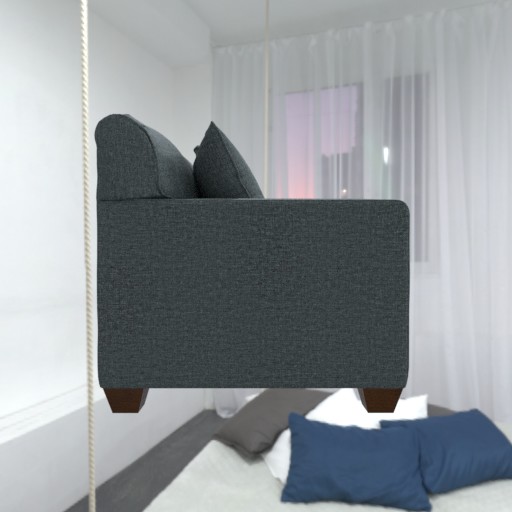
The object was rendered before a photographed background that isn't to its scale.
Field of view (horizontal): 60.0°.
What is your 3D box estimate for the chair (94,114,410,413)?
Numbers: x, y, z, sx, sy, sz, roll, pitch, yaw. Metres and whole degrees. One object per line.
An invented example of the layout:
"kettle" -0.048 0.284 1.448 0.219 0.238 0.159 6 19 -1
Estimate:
"chair" 0.000 0.000 2.015 1.000 0.948 1.383 0 1 0
